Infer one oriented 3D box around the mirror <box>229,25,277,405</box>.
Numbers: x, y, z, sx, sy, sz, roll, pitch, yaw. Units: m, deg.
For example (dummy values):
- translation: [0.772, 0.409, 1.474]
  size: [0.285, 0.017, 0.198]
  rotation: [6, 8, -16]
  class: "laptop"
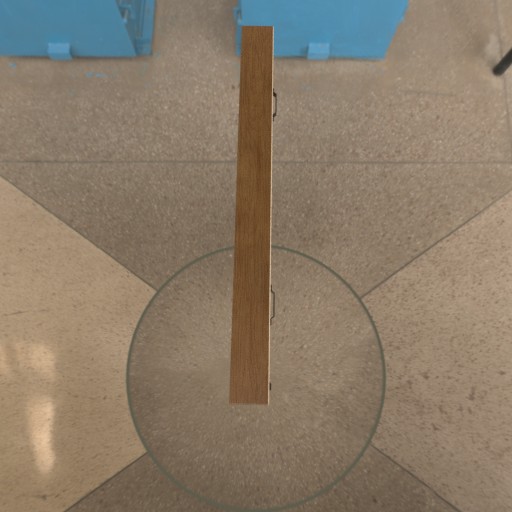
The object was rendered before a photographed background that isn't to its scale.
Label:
- translation: [0.000, 0.000, 0.694]
  size: [0.041, 0.508, 0.405]
  rotation: [1, 76, 0]
  class: "mirror"
